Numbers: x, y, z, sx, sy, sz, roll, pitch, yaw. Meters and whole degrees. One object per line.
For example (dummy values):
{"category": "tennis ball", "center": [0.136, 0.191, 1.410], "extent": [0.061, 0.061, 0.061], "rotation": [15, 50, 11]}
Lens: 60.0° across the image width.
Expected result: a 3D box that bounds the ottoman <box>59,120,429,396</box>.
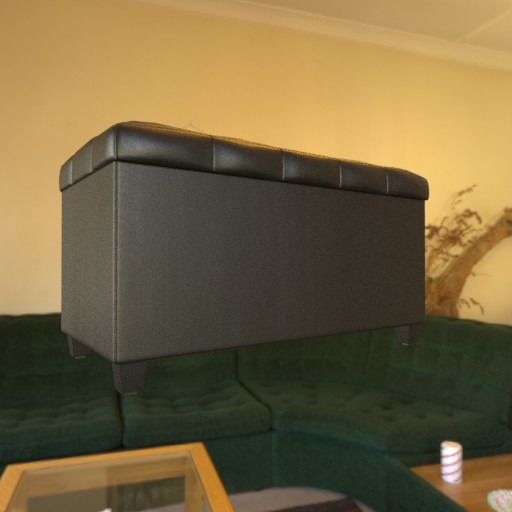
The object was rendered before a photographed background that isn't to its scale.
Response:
{"category": "ottoman", "center": [0.000, 0.000, 1.097], "extent": [0.838, 0.470, 0.432], "rotation": [0, -1, -35]}
